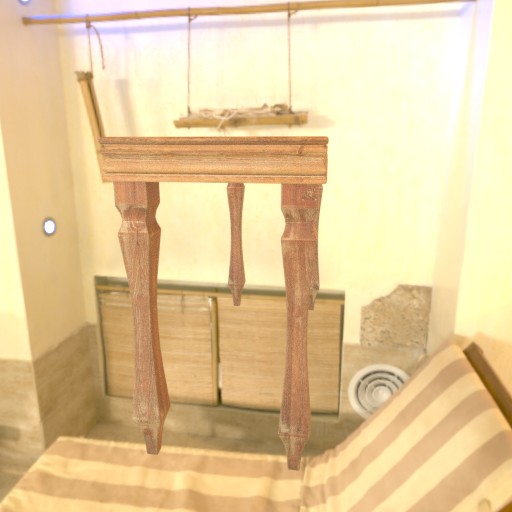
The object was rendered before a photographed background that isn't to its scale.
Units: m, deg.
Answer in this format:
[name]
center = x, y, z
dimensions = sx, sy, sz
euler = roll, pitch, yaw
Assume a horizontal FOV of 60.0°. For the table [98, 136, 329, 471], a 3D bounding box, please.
[table]
center = 0.000, 0.000, 1.718
dimensions = 0.522, 0.873, 1.330
euler = 2, 14, 9
